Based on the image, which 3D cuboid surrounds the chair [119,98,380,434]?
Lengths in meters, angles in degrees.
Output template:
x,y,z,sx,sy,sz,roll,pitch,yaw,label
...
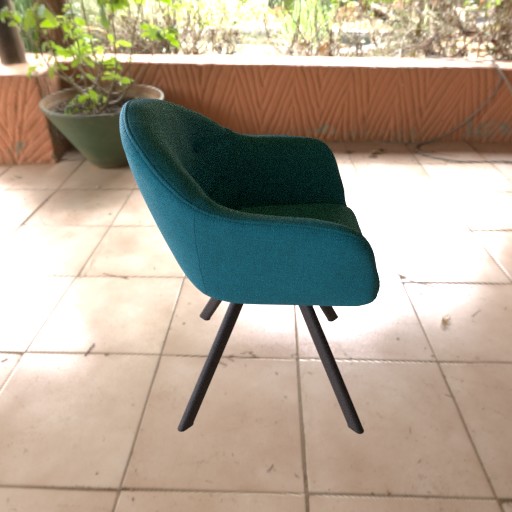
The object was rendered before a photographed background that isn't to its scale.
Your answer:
x,y,z,sx,sy,sz,roll,pitch,yaw,label
0.000,0.000,1.144,0.565,0.775,0.545,0,31,1,chair
